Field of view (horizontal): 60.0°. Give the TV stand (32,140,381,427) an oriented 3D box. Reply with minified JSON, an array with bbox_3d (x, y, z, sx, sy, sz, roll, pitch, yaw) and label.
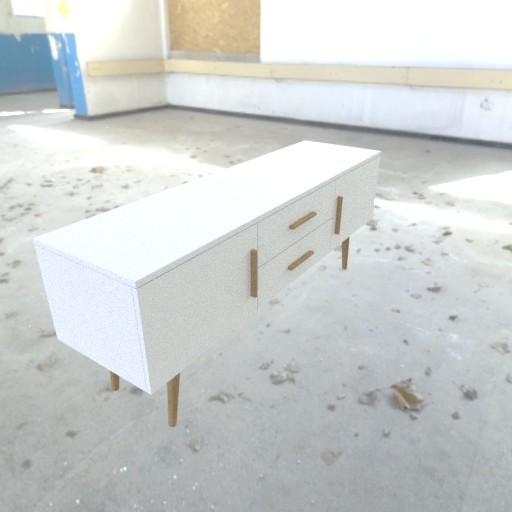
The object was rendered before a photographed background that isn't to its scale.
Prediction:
[{"bbox_3d":[0.000,0.000,1.652,0.401,0.560,1.398,17,31,31],"label":"TV stand"}]
